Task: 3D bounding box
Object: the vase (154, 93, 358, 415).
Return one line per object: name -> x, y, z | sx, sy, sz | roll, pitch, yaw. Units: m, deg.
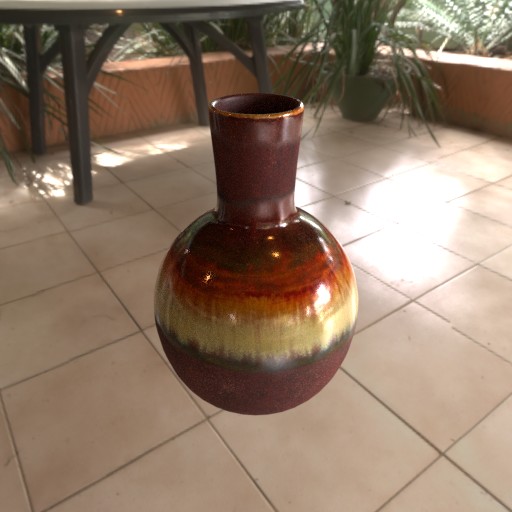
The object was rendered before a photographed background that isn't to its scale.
vase -> 0.000, 0.000, 0.231 | 0.111, 0.154, 0.111 | 0, 32, 0
